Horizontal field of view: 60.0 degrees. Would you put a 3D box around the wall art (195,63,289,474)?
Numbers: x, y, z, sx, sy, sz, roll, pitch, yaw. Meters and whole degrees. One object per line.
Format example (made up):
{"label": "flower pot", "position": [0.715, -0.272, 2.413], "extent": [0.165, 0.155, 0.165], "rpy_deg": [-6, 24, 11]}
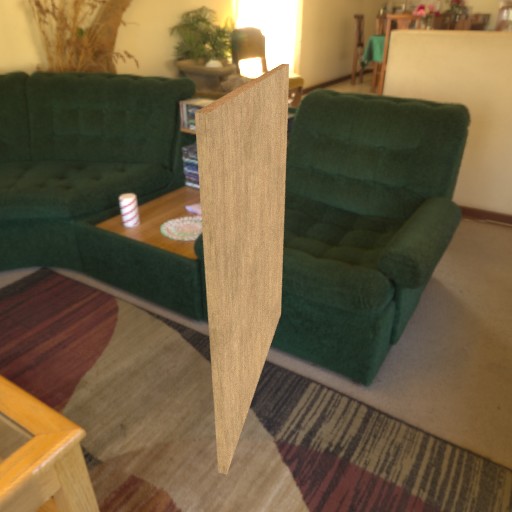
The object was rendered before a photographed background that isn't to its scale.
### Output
{"label": "wall art", "position": [0.000, 0.000, 0.925], "extent": [0.018, 0.686, 0.534], "rpy_deg": [7, 30, 12]}
